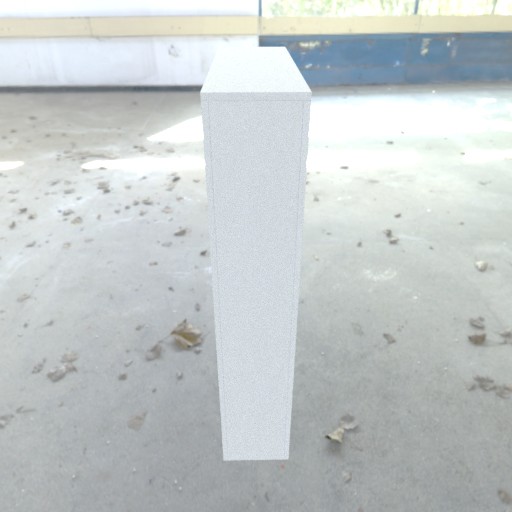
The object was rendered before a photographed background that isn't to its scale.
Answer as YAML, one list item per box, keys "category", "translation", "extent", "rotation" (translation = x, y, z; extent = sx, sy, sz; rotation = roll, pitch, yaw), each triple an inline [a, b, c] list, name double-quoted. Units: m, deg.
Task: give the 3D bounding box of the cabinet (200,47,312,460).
- category: "cabinet"
  translation: [0.000, 0.000, 1.591]
  extent: [0.250, 1.280, 0.750]
  rotation: [-1, 32, -1]
